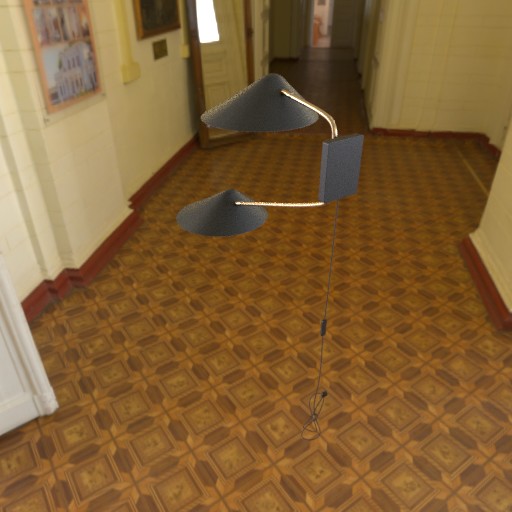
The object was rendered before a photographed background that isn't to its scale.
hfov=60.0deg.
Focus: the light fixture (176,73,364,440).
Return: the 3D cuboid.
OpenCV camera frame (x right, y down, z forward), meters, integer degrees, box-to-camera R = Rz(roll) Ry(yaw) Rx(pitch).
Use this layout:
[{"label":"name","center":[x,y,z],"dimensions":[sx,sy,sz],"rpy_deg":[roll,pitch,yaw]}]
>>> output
[{"label":"light fixture","center":[0.000,0.000,0.850],"dimensions":[0.189,0.665,0.422],"rpy_deg":[-20,36,-30]}]
